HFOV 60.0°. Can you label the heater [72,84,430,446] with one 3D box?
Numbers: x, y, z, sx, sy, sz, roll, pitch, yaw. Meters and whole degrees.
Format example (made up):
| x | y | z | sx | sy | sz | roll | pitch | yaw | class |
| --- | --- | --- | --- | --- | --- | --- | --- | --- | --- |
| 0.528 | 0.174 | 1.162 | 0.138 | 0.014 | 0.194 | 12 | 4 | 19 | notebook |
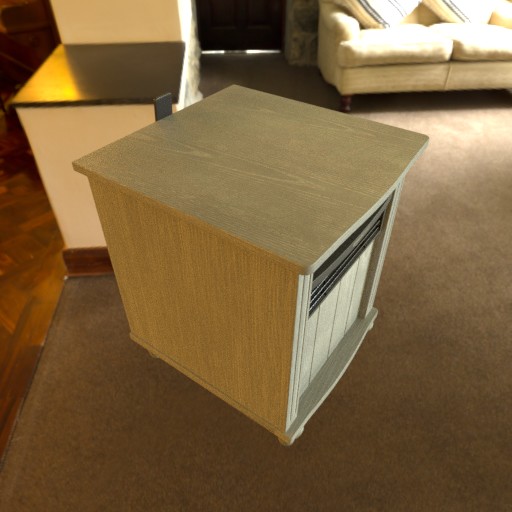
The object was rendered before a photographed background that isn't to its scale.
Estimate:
| x | y | z | sx | sy | sz | roll | pitch | yaw | class |
| --- | --- | --- | --- | --- | --- | --- | --- | --- | --- |
| 0.000 | 0.000 | 0.768 | 0.400 | 0.481 | 0.362 | 25 | 47 | 26 | heater |
